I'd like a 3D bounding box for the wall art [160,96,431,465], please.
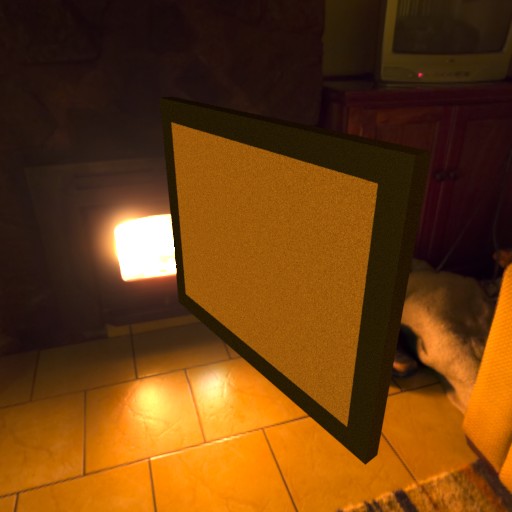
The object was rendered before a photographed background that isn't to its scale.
[{"bbox_3d":[0.000,0.000,0.755,0.028,0.460,0.561,-19,33,-33],"label":"wall art"}]
